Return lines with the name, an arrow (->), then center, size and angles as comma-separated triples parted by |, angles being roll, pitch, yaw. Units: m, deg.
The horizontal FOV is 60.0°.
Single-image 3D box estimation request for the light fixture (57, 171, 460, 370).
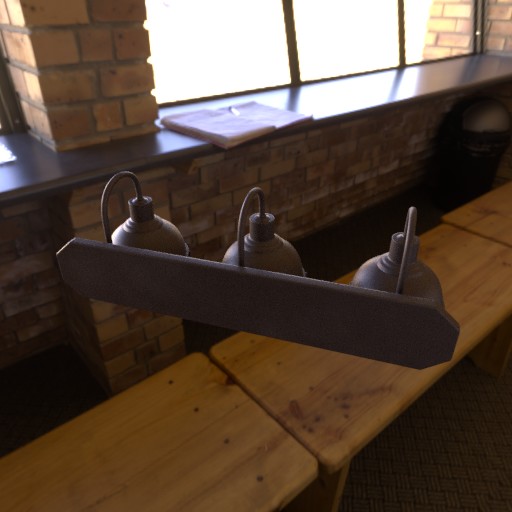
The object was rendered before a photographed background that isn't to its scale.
light fixture -> 0.000, 0.000, 0.759 | 0.634, 0.254, 0.229 | 9, 32, 15
